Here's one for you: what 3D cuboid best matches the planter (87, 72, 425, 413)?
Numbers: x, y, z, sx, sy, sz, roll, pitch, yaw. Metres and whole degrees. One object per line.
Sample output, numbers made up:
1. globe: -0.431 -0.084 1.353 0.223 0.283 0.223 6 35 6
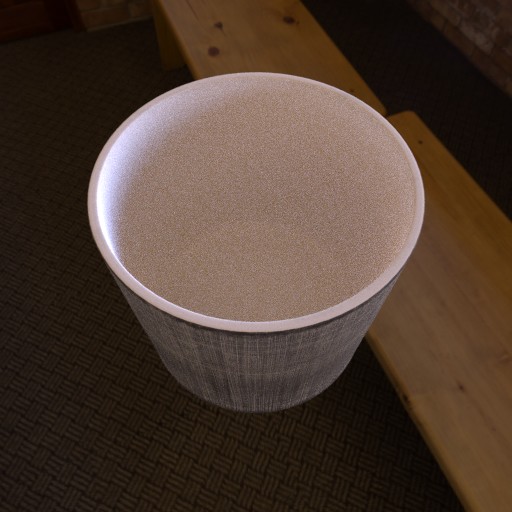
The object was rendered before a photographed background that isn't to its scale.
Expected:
1. planter: 0.000 0.000 0.380 0.221 0.201 0.221 0 58 0
